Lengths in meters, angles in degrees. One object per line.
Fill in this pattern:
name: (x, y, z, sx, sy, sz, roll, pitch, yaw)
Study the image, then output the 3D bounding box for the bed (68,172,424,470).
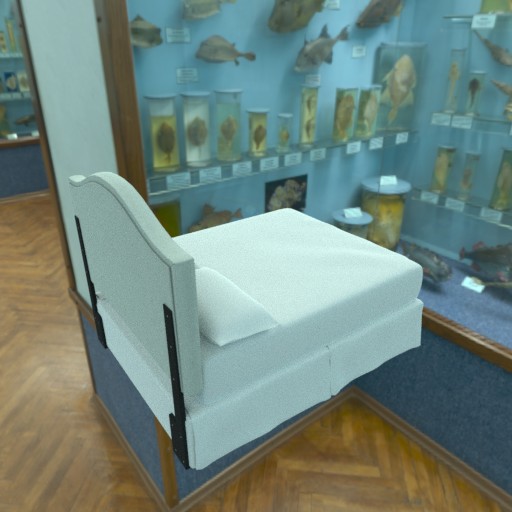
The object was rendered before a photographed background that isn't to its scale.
bed: (0.000, 0.000, 3.445, 2.180, 1.607, 1.813, -18, 31, -32)
